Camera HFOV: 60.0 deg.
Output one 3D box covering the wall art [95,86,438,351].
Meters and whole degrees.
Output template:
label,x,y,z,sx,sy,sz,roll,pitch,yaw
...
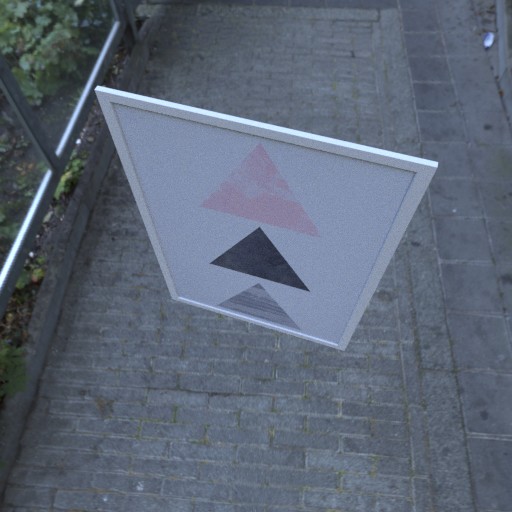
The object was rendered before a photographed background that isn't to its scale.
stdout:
label,x,y,z,sx,sy,sz,roll,pitch,yaw
wall art,0.000,0.000,1.218,0.659,0.940,0.013,15,60,9
